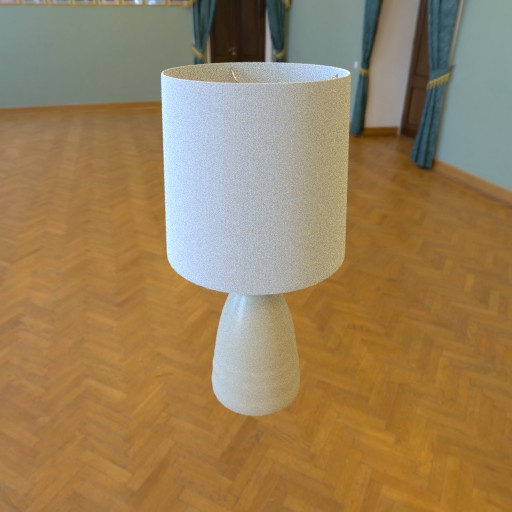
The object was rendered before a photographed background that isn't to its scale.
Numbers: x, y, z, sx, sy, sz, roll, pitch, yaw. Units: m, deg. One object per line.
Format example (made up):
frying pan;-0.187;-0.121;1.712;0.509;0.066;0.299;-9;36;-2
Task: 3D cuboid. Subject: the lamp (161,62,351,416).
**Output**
lamp;0.000;0.000;0.477;0.186;0.369;0.186;0;28;0
